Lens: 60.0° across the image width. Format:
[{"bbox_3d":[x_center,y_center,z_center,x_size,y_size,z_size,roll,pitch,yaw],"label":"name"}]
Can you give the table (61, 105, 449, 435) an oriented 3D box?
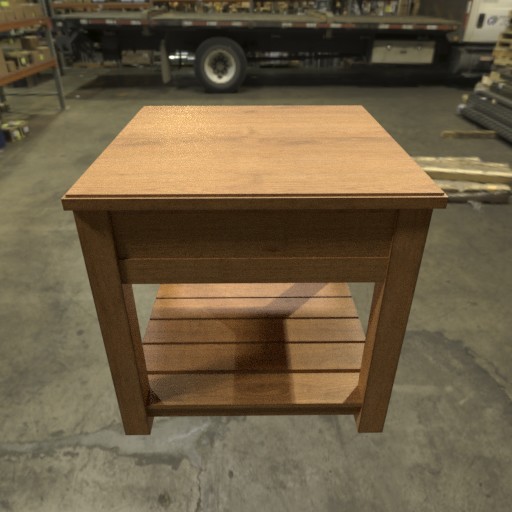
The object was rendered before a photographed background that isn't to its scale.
[{"bbox_3d":[0.000,0.000,1.104,0.612,0.593,0.616,0,31,-1],"label":"table"}]
